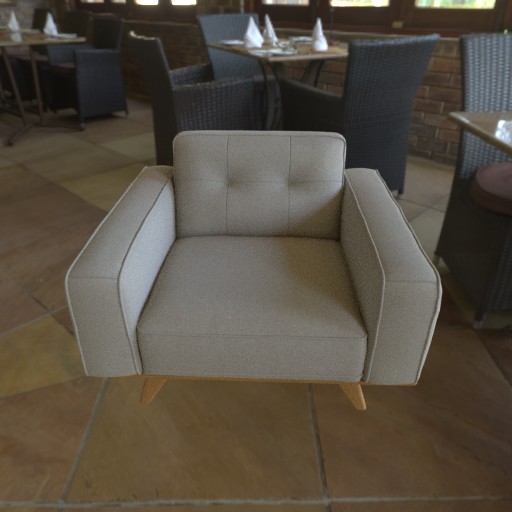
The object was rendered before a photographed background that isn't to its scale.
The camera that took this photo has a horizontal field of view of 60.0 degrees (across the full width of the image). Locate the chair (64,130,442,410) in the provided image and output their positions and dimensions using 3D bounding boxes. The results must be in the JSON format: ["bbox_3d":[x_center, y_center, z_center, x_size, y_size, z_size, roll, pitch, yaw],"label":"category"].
[{"bbox_3d":[0.000,0.000,1.724,1.115,0.779,0.953,1,30,2],"label":"chair"}]
